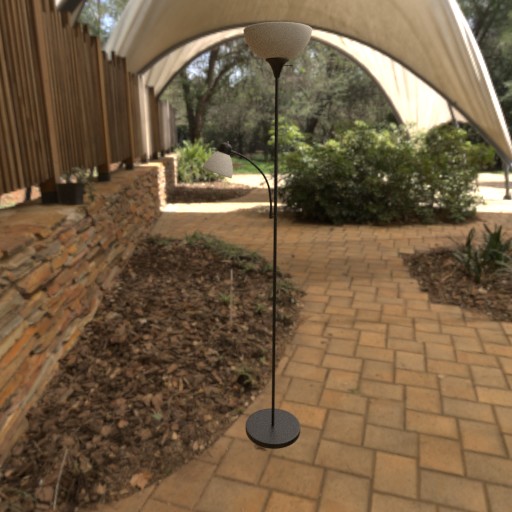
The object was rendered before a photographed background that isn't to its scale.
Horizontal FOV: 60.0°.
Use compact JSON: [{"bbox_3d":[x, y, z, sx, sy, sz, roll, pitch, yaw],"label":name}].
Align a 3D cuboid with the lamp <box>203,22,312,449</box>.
[{"bbox_3d":[0.000,0.000,1.943,0.442,1.804,0.279,-3,16,-10],"label":"lamp"}]
